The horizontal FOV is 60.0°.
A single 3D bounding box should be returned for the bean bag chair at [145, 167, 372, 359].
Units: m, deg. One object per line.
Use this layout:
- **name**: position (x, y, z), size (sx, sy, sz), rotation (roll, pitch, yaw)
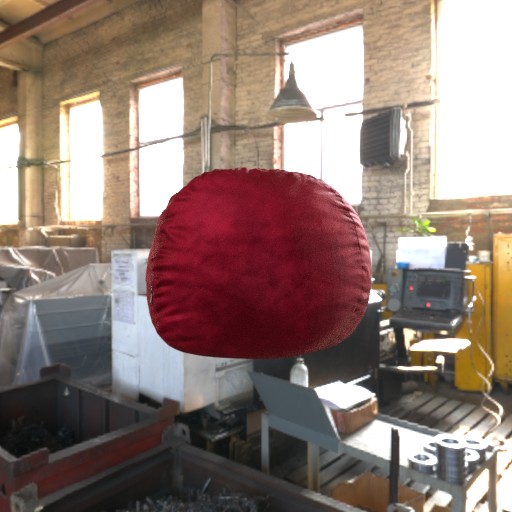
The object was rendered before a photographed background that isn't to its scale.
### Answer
- **bean bag chair**: position (0.000, 0.000, 2.837), size (1.216, 0.867, 2.293), rotation (0, 1, 1)
